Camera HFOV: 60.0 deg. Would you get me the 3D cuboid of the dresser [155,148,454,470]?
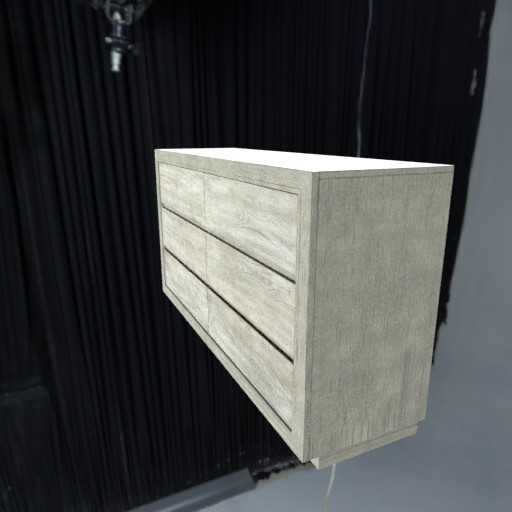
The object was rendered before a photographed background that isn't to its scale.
[{"bbox_3d":[0.000,0.000,1.996,0.483,0.889,1.628,-7,17,-25],"label":"dresser"}]
